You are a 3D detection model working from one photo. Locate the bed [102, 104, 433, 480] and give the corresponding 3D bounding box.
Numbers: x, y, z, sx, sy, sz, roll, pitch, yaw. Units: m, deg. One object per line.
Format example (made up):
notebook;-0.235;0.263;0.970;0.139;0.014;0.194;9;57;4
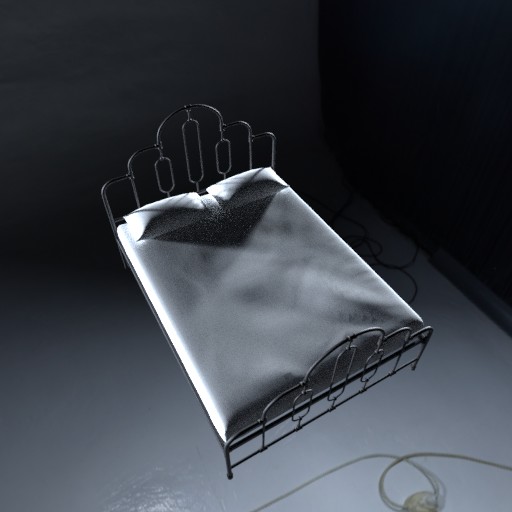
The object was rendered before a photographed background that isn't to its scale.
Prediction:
bed;0.000;0.000;3.299;1.640;1.429;2.163;-22;50;-20
